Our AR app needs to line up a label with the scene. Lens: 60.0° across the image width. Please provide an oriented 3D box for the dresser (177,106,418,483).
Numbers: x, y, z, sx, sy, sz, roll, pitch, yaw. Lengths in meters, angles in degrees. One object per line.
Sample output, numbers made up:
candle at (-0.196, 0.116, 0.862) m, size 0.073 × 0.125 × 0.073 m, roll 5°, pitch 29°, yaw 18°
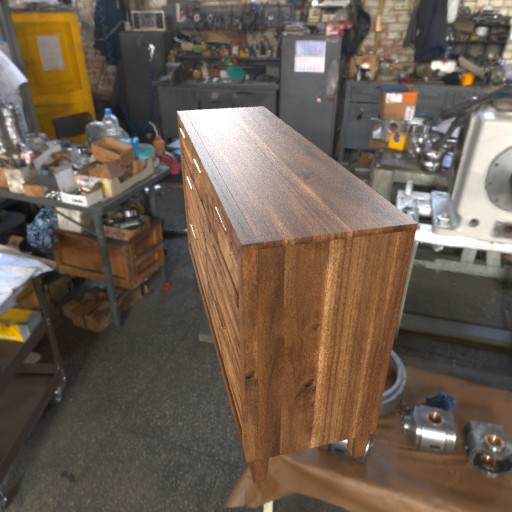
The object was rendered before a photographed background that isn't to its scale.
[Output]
dresser at (0.000, 0.000, 1.813) m, size 0.438 × 0.892 × 1.387 m, roll -7°, pitch 31°, yaw -13°
